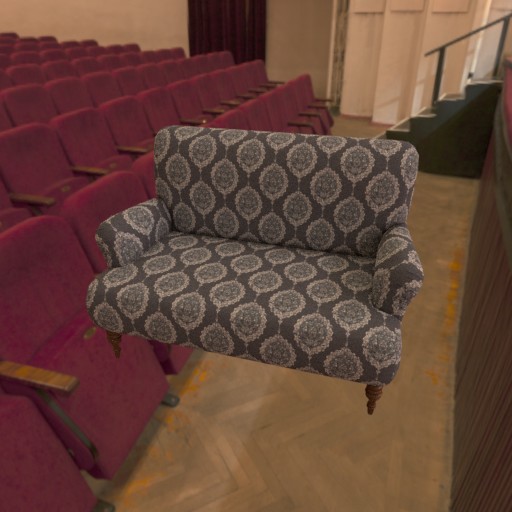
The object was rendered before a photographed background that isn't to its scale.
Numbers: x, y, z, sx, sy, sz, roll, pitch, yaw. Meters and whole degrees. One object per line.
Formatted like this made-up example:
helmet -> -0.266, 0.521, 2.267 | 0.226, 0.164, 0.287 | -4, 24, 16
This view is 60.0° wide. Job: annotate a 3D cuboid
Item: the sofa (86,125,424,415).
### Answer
sofa -> 0.000, 0.000, 1.857 | 1.297, 0.867, 0.779 | 8, 29, 15
